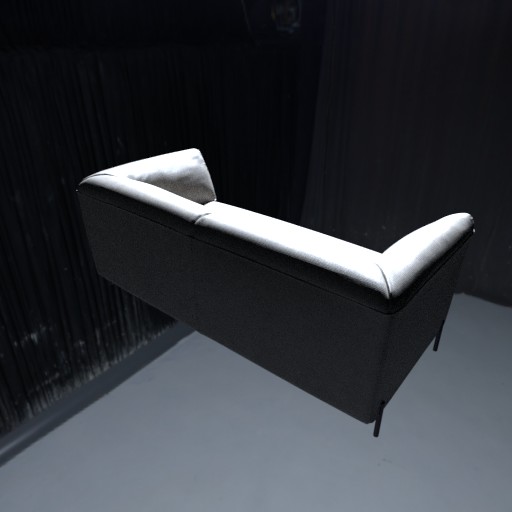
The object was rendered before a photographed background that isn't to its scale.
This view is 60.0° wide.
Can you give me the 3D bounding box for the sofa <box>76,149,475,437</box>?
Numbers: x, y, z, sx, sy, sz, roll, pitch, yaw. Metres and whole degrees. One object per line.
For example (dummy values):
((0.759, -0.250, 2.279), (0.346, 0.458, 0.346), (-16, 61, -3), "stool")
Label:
((0.000, 0.000, 2.366), (1.878, 0.747, 0.905), (21, 35, 34), "sofa")
